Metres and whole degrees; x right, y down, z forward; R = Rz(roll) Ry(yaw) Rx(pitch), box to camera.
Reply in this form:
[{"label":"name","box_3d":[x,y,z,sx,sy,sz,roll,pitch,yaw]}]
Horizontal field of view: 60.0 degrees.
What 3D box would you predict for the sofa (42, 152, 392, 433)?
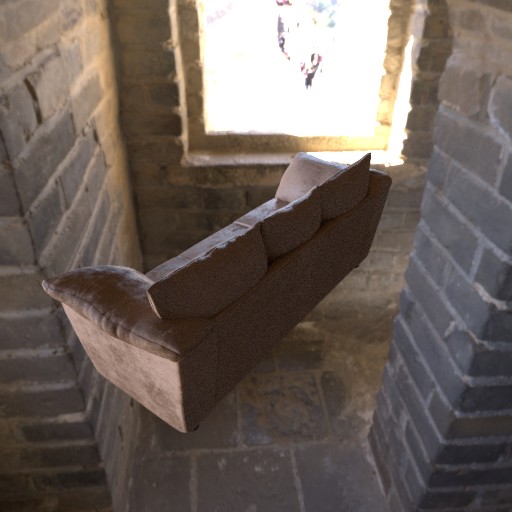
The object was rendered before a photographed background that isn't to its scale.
[{"label":"sofa","box_3d":[0.000,0.000,2.874,0.893,0.981,2.377,22,38,30]}]
